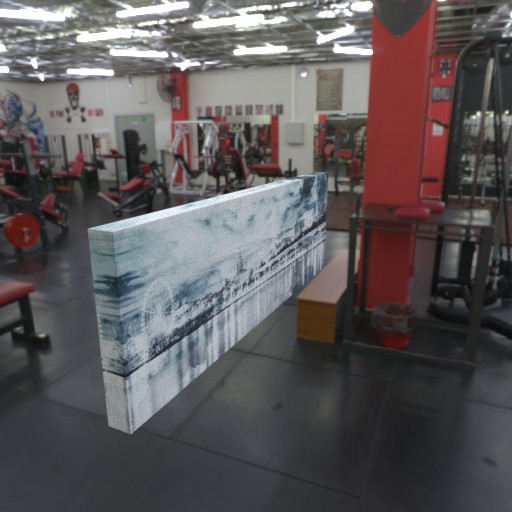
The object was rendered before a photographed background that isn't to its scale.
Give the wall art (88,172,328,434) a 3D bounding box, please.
[{"bbox_3d":[0.000,0.000,0.837,0.037,0.251,0.759,8,18,25],"label":"wall art"}]
